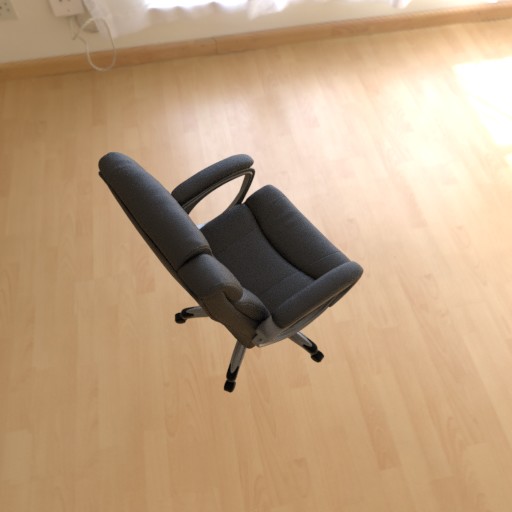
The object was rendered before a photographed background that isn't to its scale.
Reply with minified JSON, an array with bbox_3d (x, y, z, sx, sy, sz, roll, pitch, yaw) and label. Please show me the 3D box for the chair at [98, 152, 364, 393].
[{"bbox_3d":[0.000,0.000,1.626,0.719,1.130,0.721,-32,65,-17],"label":"chair"}]
